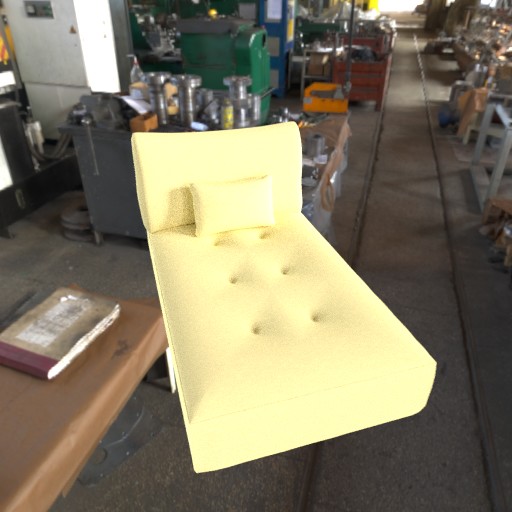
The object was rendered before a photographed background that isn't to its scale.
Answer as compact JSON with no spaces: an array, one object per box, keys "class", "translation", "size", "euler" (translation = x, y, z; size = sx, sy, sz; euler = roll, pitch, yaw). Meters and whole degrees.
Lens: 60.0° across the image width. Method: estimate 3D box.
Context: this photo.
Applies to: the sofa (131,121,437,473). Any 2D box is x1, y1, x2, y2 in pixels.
[{"class":"sofa","translation":[0.000,0.000,2.009],"size":[0.930,0.820,1.450],"euler":[-9,32,-15]}]
